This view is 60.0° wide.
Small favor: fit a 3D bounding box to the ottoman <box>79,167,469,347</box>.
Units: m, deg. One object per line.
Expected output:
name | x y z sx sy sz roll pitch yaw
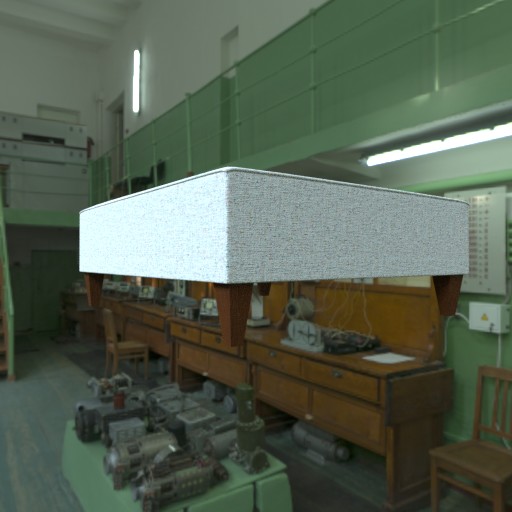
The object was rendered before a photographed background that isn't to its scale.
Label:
ottoman | 0.000 0.000 1.239 0.736 0.303 0.835 0 0 -37
